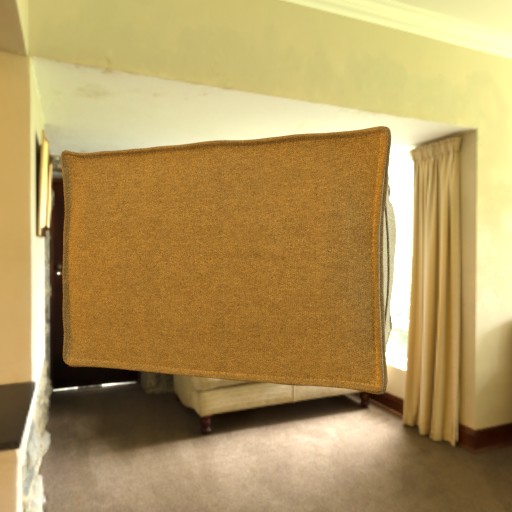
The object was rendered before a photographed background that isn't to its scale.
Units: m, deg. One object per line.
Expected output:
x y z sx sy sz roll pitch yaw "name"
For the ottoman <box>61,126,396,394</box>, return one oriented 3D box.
0.000 0.000 1.153 0.696 0.470 0.707 0 1 17 "ottoman"
